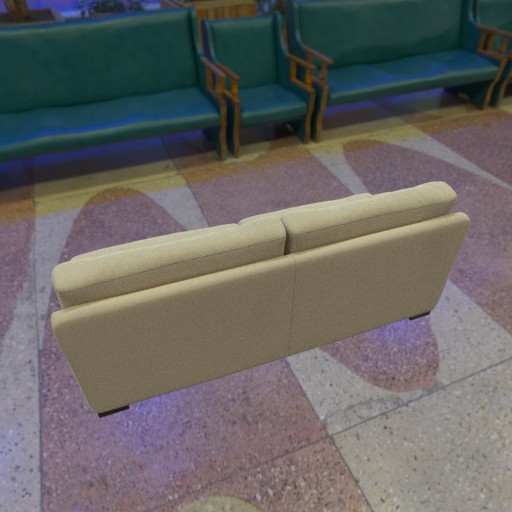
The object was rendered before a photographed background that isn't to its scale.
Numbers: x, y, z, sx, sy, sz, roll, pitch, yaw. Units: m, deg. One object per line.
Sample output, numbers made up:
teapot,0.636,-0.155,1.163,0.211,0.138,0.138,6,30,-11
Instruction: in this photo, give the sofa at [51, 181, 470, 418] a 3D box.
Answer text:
sofa,0.000,0.000,2.605,2.147,0.925,0.929,-14,43,-15
